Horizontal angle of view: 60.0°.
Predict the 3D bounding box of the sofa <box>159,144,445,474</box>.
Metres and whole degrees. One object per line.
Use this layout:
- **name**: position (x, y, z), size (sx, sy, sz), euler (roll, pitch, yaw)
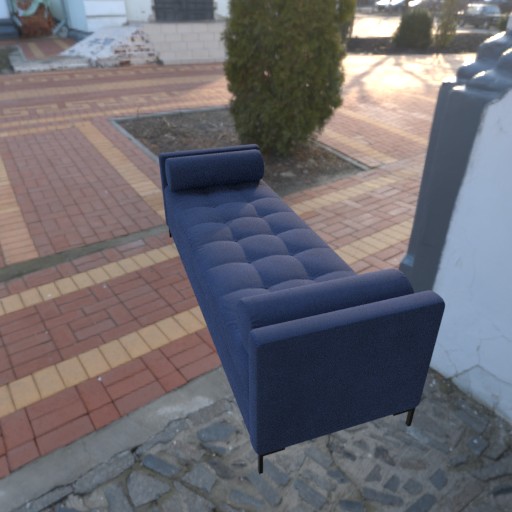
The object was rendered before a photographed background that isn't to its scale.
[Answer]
- **sofa**: position (0.000, 0.000, 2.348), size (0.686, 0.635, 1.981), euler (-10, 32, -16)
